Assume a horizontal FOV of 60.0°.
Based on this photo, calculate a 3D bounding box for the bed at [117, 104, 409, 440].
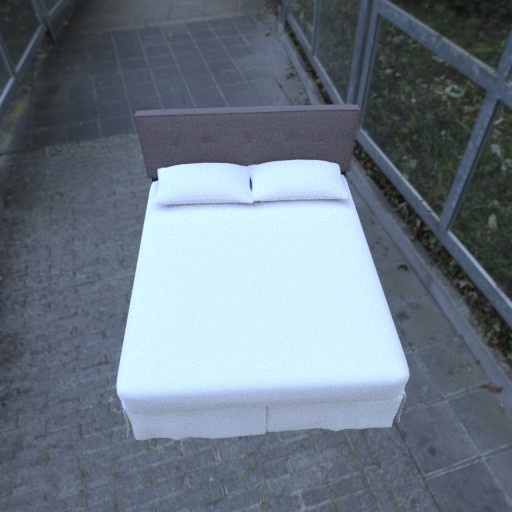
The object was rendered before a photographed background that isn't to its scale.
[{"bbox_3d":[0.000,0.000,2.852,1.610,1.089,1.894,-2,46,-2],"label":"bed"}]
